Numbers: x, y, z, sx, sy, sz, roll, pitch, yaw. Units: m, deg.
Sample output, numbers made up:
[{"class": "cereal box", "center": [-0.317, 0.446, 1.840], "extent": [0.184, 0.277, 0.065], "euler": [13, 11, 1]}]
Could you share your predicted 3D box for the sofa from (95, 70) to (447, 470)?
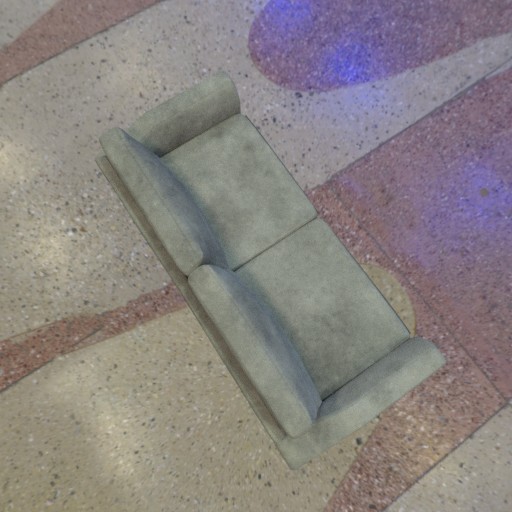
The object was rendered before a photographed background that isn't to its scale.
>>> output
[{"class": "sofa", "center": [0.000, 0.000, 2.249], "extent": [0.849, 0.859, 1.837], "euler": [-33, 77, -9]}]
